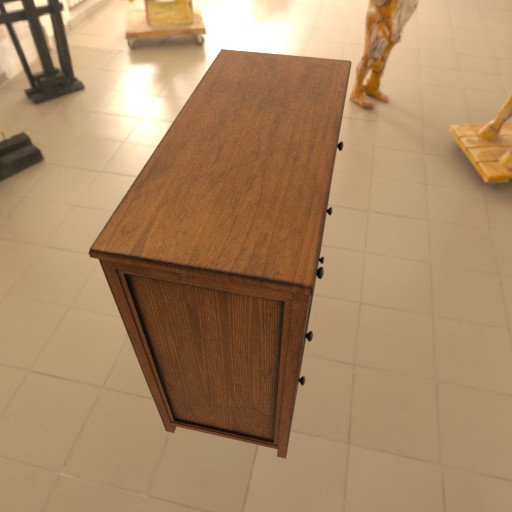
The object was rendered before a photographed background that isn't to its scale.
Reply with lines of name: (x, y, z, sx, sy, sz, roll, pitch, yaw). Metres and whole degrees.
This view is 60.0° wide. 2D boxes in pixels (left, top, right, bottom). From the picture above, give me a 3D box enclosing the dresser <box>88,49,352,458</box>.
dresser: (0.000, 0.000, 1.932, 0.591, 1.224, 1.250, 9, 48, 8)
